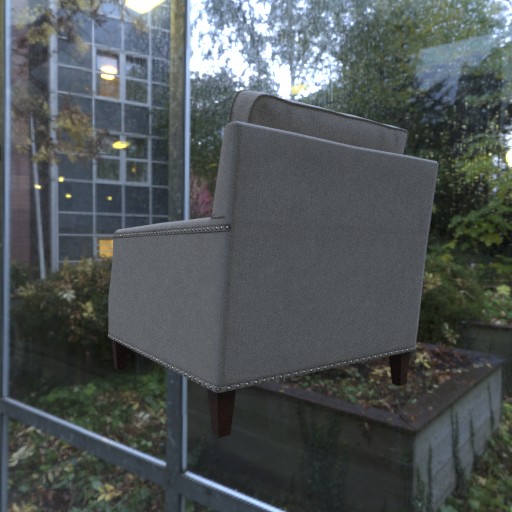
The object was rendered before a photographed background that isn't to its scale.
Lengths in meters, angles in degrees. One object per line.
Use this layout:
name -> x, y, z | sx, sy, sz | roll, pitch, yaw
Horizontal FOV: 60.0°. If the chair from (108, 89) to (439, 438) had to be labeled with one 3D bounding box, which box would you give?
chair -> 0.000, 0.000, 1.708 | 0.853, 0.943, 1.014 | -1, 1, -36
